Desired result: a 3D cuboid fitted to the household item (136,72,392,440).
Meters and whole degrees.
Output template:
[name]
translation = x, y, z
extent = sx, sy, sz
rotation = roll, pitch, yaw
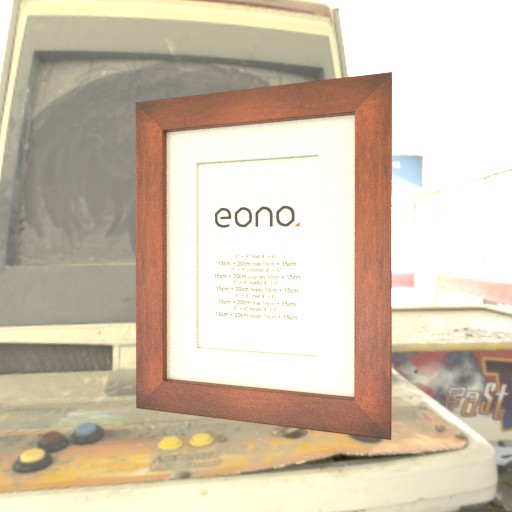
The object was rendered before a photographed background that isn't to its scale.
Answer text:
[household item]
translation = 0.000, 0.000, 0.341
extent = 0.200, 0.250, 0.020
rotation = 0, 0, 18
